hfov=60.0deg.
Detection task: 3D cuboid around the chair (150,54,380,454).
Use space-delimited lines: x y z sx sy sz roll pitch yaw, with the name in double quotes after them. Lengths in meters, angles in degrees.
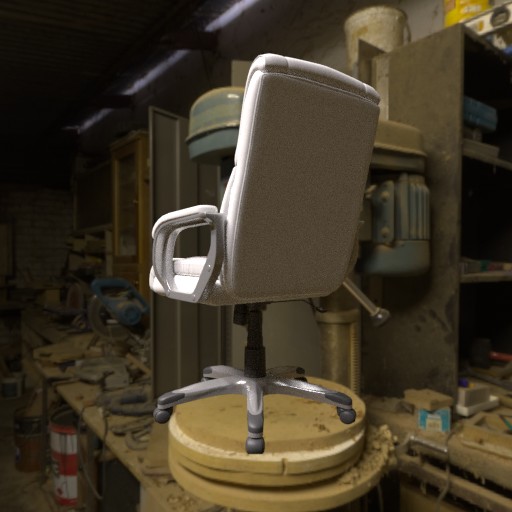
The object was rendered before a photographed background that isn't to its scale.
0.000 0.000 1.585 0.687 1.120 0.738 -1 1 -36 "chair"
